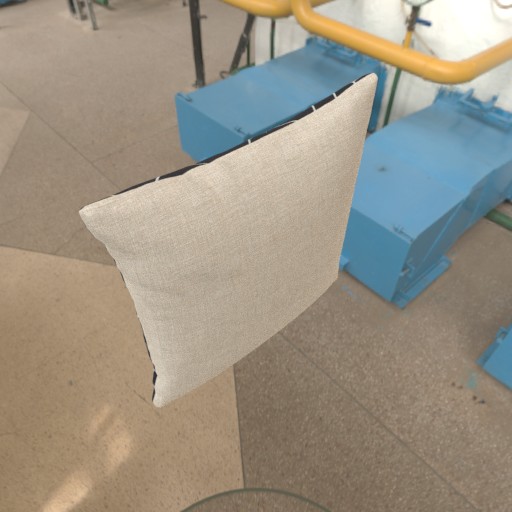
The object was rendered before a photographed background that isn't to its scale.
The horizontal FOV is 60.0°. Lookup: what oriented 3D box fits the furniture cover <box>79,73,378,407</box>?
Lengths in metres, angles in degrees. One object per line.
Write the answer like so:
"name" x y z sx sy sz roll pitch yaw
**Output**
"furniture cover" 0.000 0.000 0.787 0.517 0.508 0.158 -32 54 -27
